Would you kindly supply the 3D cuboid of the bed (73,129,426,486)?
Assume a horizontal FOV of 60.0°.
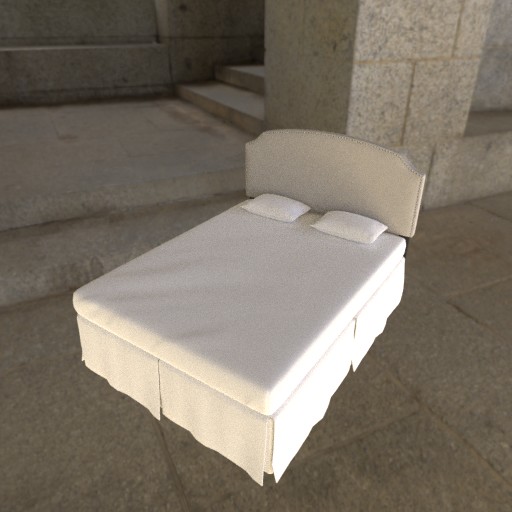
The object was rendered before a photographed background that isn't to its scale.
[{"bbox_3d":[0.000,0.000,2.974,1.558,1.270,1.999,18,34,30],"label":"bed"}]
